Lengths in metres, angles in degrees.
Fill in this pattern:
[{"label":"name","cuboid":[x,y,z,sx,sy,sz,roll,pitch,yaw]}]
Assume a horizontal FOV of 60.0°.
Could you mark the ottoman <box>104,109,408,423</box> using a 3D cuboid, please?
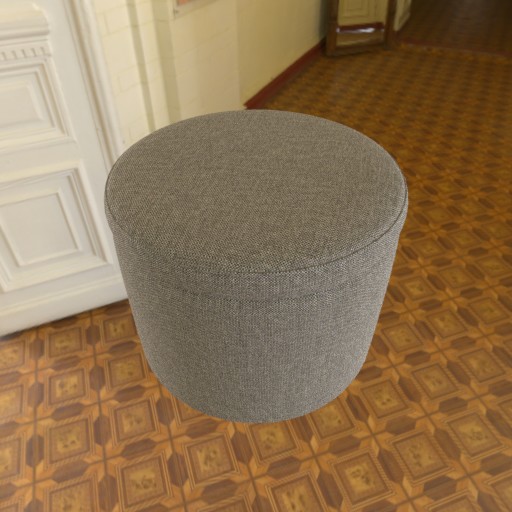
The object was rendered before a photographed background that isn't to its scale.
[{"label":"ottoman","cuboid":[0.000,0.000,0.895,0.520,0.430,0.520,0,42,0]}]
